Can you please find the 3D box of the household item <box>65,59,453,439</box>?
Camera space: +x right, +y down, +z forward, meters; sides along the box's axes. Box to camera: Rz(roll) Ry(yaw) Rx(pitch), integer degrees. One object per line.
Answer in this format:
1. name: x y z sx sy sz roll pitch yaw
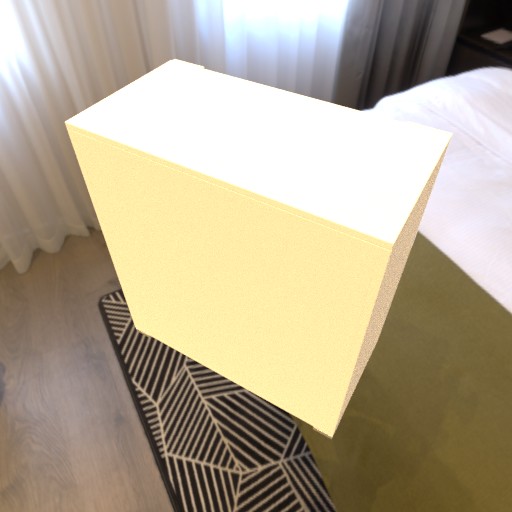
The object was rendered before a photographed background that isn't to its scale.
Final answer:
1. household item: 0.000 0.000 1.344 0.800 0.870 0.420 23 51 21
